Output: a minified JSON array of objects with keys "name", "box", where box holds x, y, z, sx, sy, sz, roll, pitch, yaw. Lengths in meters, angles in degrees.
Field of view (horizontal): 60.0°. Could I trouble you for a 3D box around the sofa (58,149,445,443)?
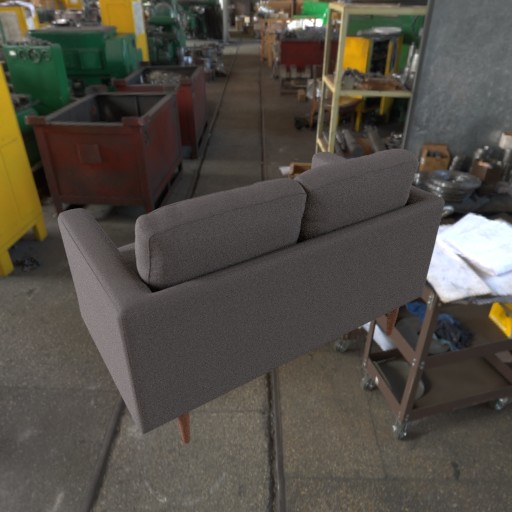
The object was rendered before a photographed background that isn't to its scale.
[{"name":"sofa","box":[0.000,0.000,1.954,1.430,0.908,0.796,-19,36,-28]}]
